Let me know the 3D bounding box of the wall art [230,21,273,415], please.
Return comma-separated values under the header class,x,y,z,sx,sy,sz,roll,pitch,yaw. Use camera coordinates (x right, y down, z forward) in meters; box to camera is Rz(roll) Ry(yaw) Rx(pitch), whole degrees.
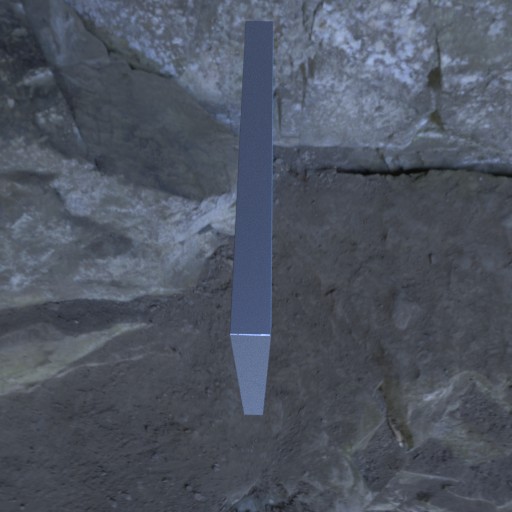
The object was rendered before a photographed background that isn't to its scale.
class,x,y,z,sx,sy,sz,roll,pitch,yaw
wall art,0.000,0.000,0.756,0.039,0.553,0.445,1,63,1
